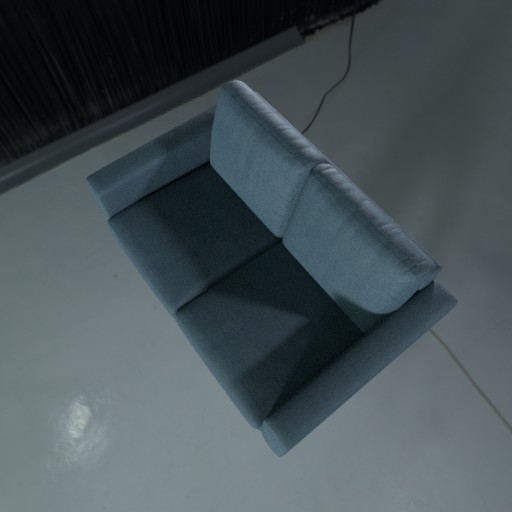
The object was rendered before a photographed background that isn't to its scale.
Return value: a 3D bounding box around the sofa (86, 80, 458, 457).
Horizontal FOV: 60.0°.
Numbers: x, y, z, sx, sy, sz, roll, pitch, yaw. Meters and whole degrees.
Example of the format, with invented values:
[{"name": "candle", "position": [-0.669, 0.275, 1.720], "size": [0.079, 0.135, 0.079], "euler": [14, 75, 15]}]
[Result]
[{"name": "sofa", "position": [0.000, 0.000, 2.090], "size": [0.955, 0.903, 1.489], "euler": [-35, 68, -16]}]
